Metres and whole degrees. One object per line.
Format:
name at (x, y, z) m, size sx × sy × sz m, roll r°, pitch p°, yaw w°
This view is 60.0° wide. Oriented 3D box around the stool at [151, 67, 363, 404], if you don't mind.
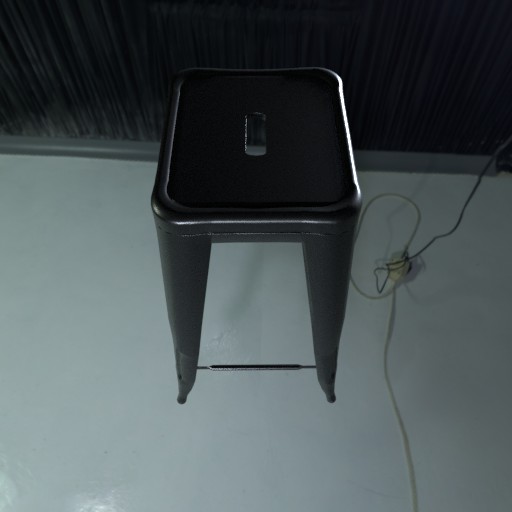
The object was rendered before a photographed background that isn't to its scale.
stool at (0.000, 0.000, 0.843) m, size 0.359 × 0.609 × 0.399 m, roll -1°, pitch 57°, yaw 0°
